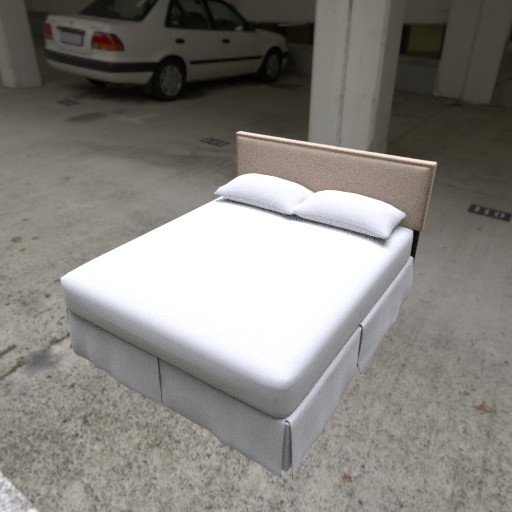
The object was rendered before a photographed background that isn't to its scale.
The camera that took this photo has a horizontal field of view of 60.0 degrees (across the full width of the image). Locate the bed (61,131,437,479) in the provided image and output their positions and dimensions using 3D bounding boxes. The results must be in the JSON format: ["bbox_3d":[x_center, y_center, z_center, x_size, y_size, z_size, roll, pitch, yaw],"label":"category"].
[{"bbox_3d":[0.000,0.000,2.817,1.616,1.016,1.876,18,33,29],"label":"bed"}]
